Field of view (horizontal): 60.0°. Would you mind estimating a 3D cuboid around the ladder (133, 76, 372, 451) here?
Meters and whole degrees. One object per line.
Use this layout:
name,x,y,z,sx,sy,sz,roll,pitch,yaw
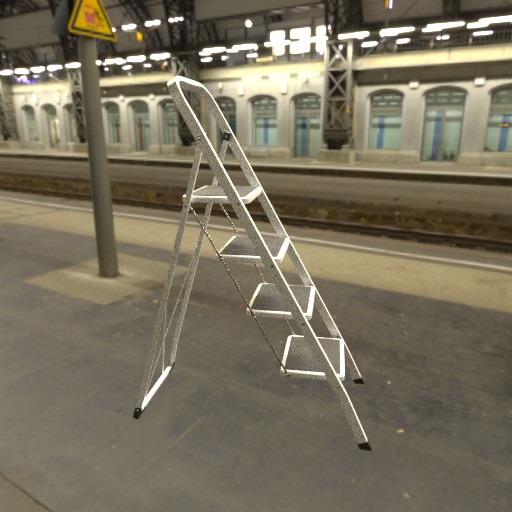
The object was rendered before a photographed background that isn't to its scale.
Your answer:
ladder,0.000,0.000,1.689,0.914,1.265,0.460,3,16,9
